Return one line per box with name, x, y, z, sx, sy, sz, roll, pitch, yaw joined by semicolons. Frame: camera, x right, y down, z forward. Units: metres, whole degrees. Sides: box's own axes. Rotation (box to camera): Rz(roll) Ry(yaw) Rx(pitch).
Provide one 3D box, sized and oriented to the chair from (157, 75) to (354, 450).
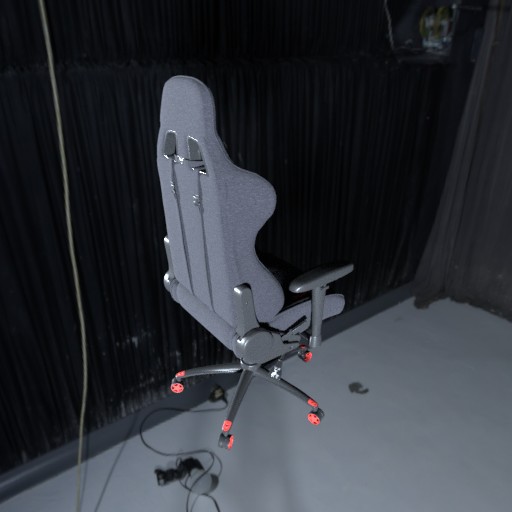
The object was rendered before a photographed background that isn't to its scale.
chair;0.000;0.000;1.724;0.658;1.326;0.695;-19;32;-33
